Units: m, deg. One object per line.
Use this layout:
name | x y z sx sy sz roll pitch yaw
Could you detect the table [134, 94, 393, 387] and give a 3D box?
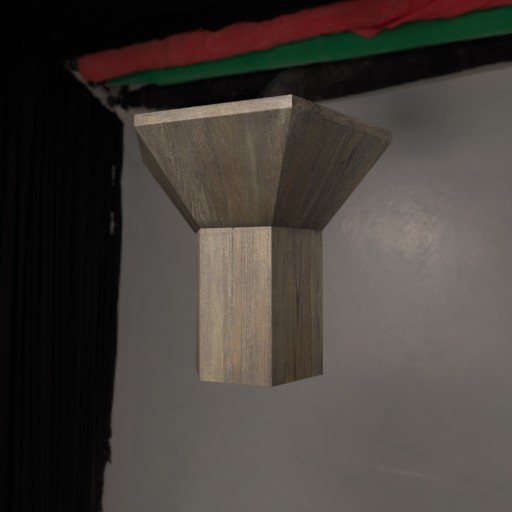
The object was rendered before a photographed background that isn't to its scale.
table | 0.000 0.000 1.154 0.683 0.586 0.592 0 -2 19
